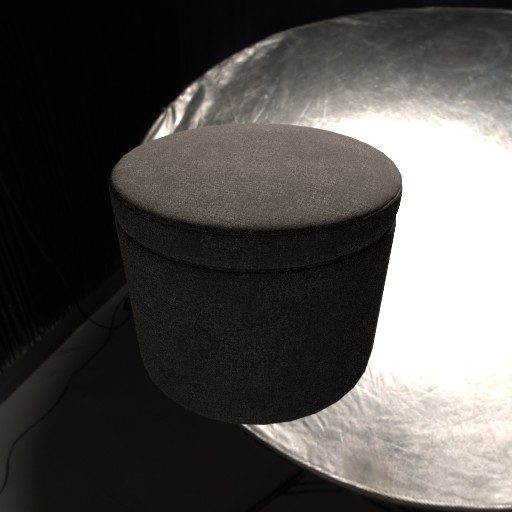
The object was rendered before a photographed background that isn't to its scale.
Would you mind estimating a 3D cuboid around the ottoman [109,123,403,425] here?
[{"bbox_3d":[0.000,0.000,0.874,0.500,0.419,0.500,0,32,0],"label":"ottoman"}]
